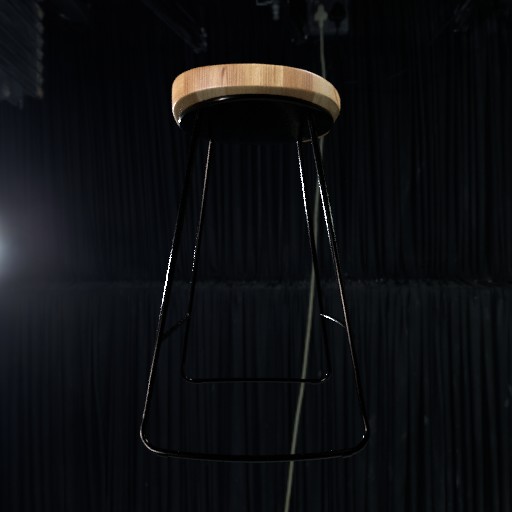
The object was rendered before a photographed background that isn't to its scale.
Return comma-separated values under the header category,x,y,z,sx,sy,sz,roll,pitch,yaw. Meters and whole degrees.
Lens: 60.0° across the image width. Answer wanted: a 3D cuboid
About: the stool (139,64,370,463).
category,x,y,z,sx,sy,sz,roll,pitch,yaw
stool,0.000,0.000,0.963,0.401,0.679,0.480,0,0,0
